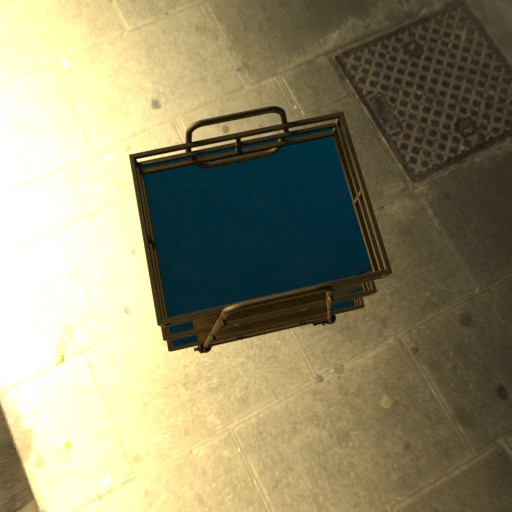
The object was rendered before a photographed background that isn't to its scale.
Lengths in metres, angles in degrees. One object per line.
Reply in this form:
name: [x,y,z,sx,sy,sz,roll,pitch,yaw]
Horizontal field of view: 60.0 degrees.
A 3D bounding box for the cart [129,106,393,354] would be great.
cart: [0.000,0.000,1.308,0.711,0.883,0.441,-12,76,-3]
